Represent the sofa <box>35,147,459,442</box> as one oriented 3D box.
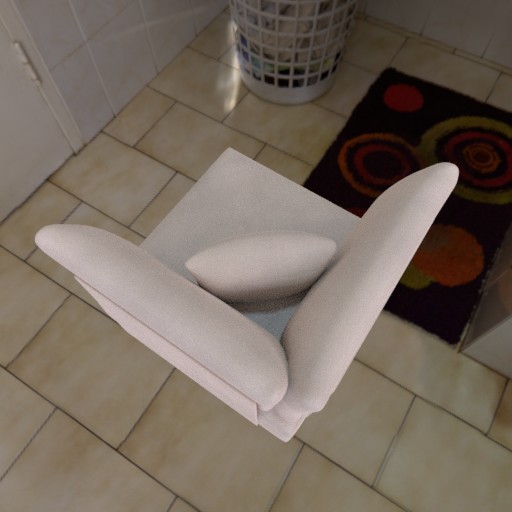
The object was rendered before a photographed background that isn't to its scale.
[{"bbox_3d":[0.000,0.000,1.749,1.000,0.820,1.000,31,67,15],"label":"sofa"}]
